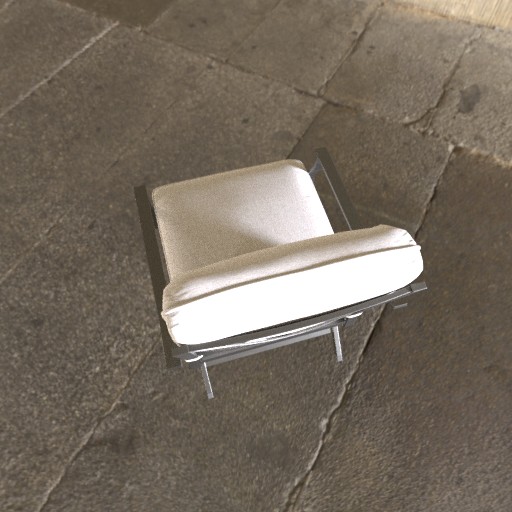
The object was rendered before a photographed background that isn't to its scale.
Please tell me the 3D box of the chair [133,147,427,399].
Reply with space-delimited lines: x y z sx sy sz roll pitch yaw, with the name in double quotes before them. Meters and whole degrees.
"chair" 0.000 0.000 1.422 0.650 0.860 0.787 -14 59 -8
